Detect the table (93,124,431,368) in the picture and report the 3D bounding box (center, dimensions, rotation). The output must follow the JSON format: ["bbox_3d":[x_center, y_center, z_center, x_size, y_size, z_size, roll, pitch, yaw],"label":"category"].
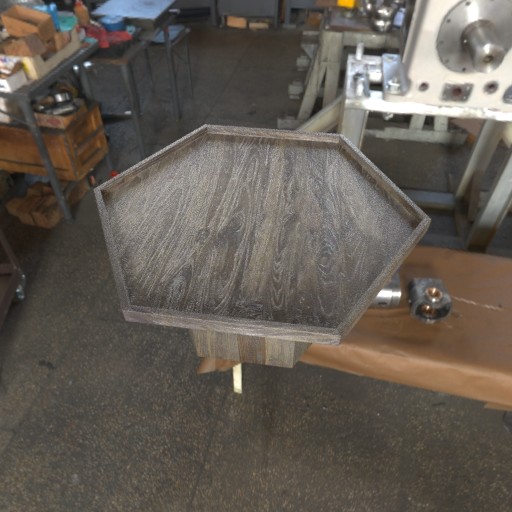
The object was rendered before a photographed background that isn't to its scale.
[{"bbox_3d":[0.000,0.000,1.622,0.966,0.488,1.115,-16,47,-15],"label":"table"}]
